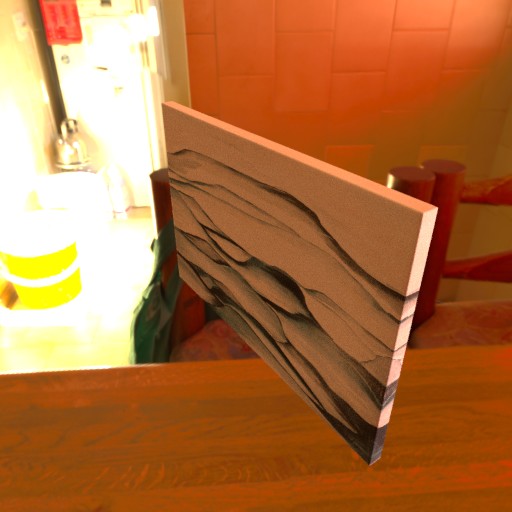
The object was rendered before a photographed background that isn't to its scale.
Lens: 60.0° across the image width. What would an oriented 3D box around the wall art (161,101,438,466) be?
[{"bbox_3d":[0.000,0.000,1.140,0.039,0.609,0.914,-20,36,-29],"label":"wall art"}]
